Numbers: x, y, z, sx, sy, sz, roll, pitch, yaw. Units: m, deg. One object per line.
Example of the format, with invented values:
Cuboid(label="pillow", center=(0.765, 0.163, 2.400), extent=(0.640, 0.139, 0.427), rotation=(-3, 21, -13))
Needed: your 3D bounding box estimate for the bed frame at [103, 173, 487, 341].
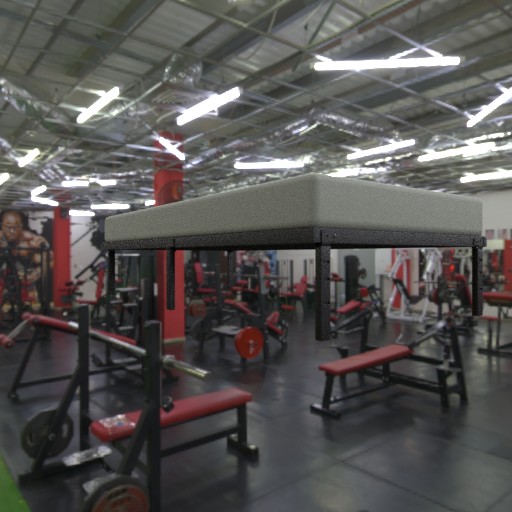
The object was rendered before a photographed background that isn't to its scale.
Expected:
Cuboid(label="bed frame", center=(0.000, 0.000, 3.208), extent=(1.393, 0.680, 2.635), rotation=(0, 0, -36))
